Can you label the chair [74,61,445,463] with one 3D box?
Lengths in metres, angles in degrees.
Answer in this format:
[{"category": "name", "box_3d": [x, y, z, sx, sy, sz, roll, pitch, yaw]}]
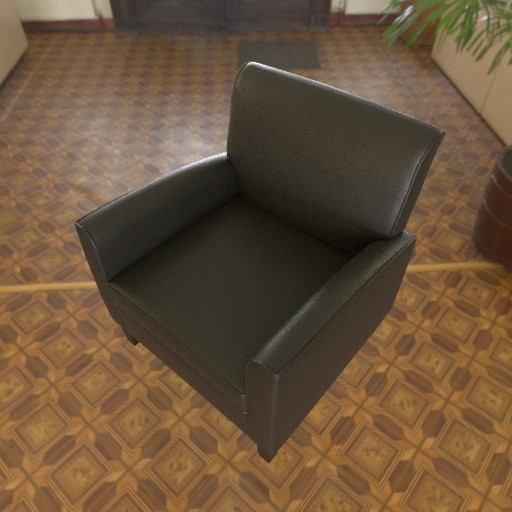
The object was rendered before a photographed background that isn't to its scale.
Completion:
[{"category": "chair", "box_3d": [0.000, 0.000, 1.520, 0.820, 0.916, 0.819, 32, 54, 27]}]
